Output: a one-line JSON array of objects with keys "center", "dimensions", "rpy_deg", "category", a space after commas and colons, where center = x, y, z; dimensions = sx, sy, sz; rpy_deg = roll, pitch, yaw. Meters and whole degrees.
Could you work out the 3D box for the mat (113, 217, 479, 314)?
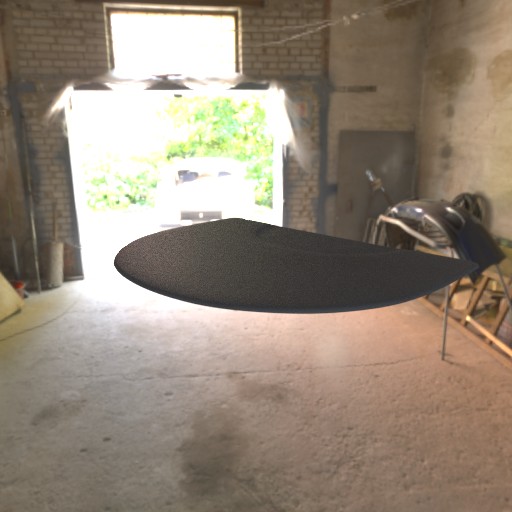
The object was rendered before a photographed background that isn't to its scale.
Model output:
[{"center": [0.000, 0.000, 1.576], "dimensions": [1.220, 0.016, 0.917], "rpy_deg": [15, 21, 43], "category": "mat"}]
